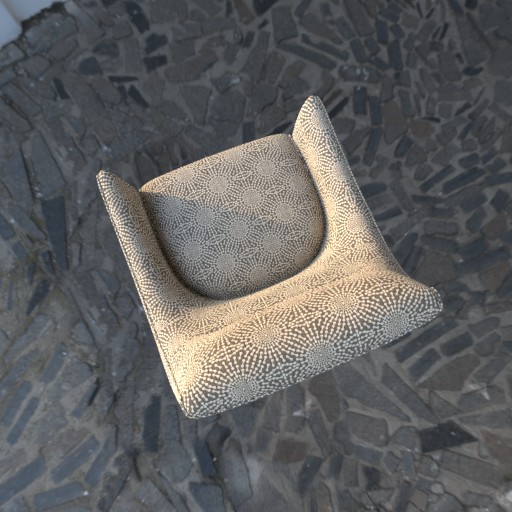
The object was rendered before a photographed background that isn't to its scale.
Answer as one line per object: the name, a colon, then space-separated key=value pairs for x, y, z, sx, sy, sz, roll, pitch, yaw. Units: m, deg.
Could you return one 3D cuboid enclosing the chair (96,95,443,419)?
chair: x=0.000 y=0.000 z=1.438 sx=0.762 sy=0.838 sz=0.787 roll=-22 pitch=76 yaw=-6
